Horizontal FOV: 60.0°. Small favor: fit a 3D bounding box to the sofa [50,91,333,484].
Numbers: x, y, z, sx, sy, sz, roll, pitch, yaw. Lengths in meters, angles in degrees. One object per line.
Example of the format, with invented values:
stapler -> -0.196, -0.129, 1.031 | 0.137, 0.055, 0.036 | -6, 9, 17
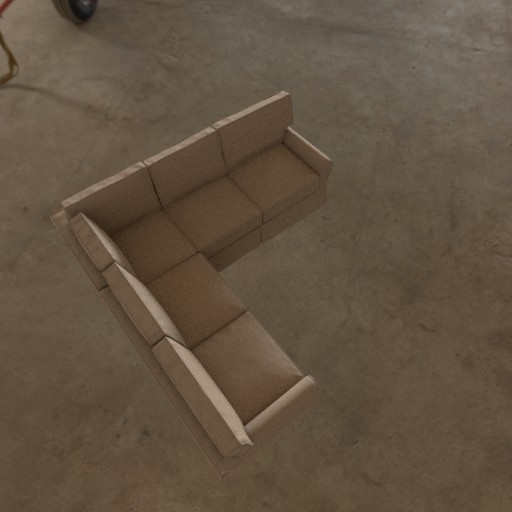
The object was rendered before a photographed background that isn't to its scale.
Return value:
sofa -> 0.000, 0.000, 4.207 | 2.733, 1.124, 2.730 | -33, 63, -19
